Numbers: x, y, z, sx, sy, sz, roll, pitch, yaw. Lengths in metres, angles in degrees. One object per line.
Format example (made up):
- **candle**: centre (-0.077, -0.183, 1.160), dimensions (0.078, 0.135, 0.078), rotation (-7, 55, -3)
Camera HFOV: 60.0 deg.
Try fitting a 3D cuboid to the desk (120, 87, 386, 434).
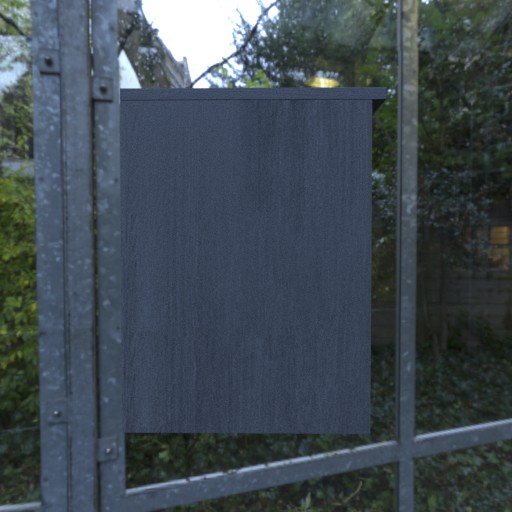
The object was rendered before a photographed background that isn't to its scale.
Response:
- **desk**: centre (0.000, 0.000, 1.484), dimensions (0.557, 0.729, 1.099), rotation (0, 1, 1)
